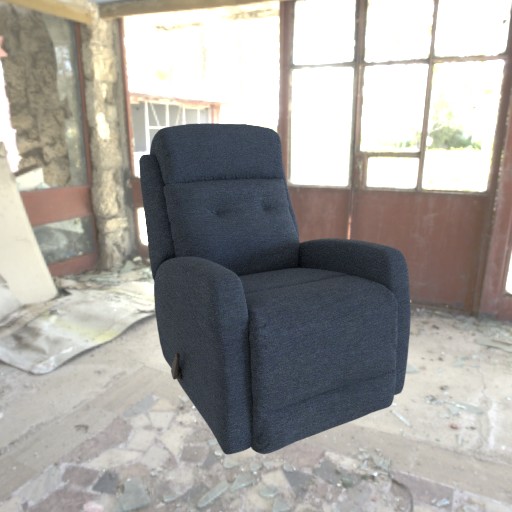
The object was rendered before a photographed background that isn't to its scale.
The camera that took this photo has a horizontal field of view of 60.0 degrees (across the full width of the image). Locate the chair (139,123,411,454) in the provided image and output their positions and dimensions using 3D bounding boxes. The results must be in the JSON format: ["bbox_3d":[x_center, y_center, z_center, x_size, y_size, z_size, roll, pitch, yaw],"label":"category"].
[{"bbox_3d":[0.000,0.000,1.744,0.798,1.013,1.043,-8,17,-27],"label":"chair"}]
